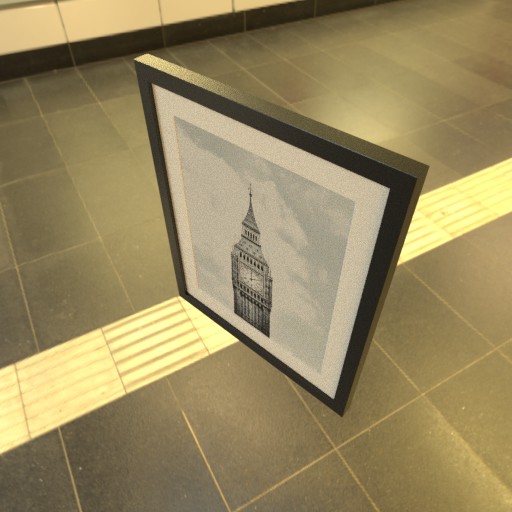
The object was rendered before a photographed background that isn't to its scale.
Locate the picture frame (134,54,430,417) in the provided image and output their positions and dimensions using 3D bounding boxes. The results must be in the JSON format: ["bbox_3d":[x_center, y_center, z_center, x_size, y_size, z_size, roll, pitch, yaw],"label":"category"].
[{"bbox_3d":[0.000,0.000,0.764,0.460,0.556,0.028,32,53,27],"label":"picture frame"}]
